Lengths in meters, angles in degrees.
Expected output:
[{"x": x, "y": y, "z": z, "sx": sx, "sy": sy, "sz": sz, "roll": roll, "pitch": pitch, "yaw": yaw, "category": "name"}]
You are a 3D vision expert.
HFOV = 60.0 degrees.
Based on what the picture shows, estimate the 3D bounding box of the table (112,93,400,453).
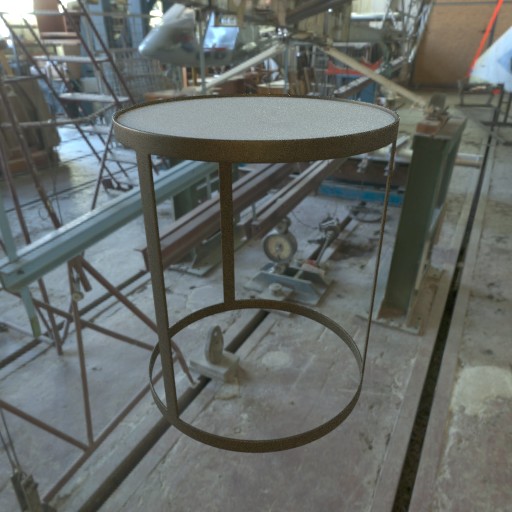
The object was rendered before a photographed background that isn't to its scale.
[{"x": 0.000, "y": 0.000, "z": 0.896, "sx": 0.480, "sy": 0.565, "sz": 0.480, "roll": 0, "pitch": 27, "yaw": 0, "category": "table"}]
